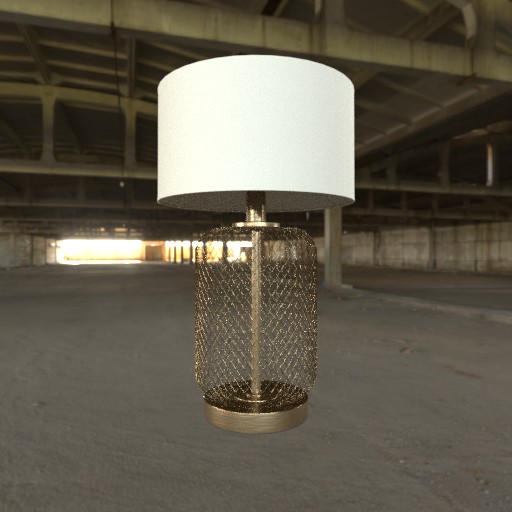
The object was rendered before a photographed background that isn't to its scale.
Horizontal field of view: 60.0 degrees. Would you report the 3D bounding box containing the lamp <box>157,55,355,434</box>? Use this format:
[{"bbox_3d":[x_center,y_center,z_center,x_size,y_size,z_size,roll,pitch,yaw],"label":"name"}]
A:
[{"bbox_3d":[0.000,0.000,0.813,0.353,0.578,0.353,0,0,0],"label":"lamp"}]
